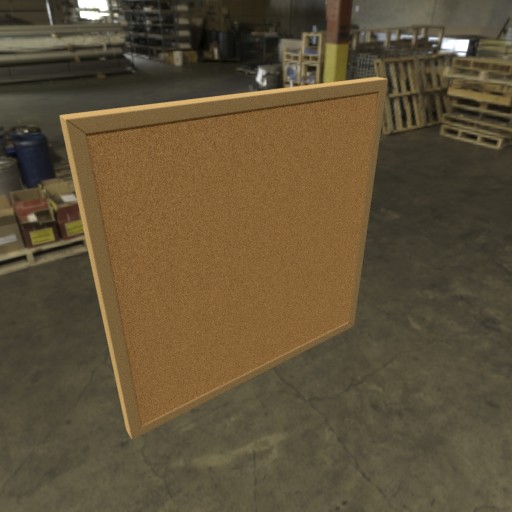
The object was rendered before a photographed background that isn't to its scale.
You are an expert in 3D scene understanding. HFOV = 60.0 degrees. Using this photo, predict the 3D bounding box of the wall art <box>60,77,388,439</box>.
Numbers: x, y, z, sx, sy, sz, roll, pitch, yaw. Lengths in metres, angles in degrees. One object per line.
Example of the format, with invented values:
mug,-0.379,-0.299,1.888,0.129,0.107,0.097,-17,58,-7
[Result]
wall art,0.000,0.000,1.090,0.761,0.761,0.037,-19,35,-30
